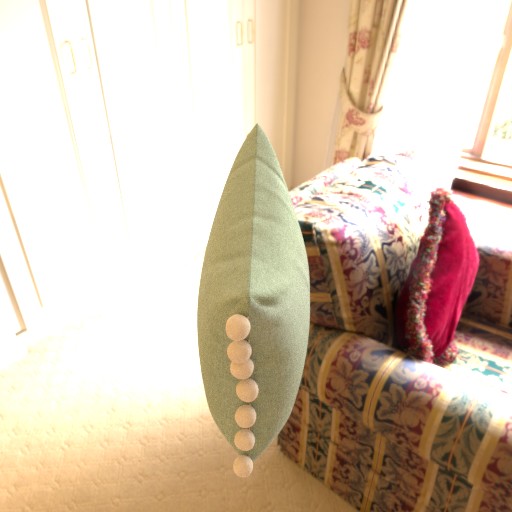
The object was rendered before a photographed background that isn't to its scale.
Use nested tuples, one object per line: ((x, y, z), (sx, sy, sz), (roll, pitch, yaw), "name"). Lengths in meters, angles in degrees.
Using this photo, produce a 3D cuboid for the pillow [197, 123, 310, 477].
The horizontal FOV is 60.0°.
((0.000, 0.000, 0.842), (0.201, 0.322, 0.709), (1, 32, 1), "pillow")
